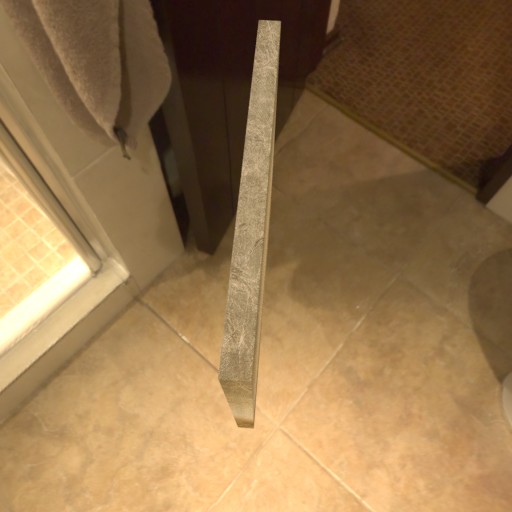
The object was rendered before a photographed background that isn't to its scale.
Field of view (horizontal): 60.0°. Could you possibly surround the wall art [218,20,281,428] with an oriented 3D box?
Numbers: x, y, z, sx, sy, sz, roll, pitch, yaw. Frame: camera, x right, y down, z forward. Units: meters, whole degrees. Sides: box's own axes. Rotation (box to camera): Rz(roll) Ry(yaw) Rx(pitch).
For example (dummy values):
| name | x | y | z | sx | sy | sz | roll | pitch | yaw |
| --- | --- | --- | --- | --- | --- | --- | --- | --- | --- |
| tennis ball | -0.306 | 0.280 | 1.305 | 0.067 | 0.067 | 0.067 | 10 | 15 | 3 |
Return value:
| name | x | y | z | sx | sy | sz | roll | pitch | yaw |
| --- | --- | --- | --- | --- | --- | --- | --- | --- | --- |
| wall art | 0.000 | 0.000 | 0.907 | 0.038 | 0.610 | 0.610 | 4 | 64 | 2 |
